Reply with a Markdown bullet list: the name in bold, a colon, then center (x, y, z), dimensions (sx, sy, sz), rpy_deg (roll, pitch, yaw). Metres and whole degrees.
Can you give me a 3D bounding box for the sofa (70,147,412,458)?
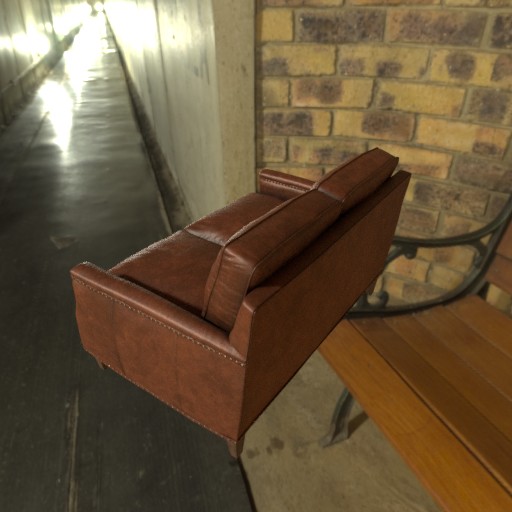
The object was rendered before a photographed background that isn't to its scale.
- **sofa**: center (0.000, 0.000, 2.372), dimensions (1.083, 1.003, 1.628), rpy_deg (20, 37, 30)
